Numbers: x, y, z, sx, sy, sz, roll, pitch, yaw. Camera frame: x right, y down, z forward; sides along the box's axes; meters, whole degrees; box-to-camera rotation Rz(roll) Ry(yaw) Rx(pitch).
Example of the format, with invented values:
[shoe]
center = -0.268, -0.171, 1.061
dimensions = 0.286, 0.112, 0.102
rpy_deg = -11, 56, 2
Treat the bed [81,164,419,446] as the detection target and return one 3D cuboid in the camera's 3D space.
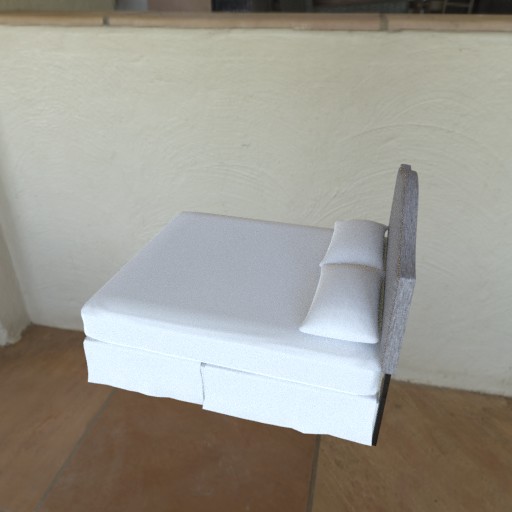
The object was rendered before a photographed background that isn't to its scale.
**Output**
[bed]
center = 0.000, 0.000, 2.998
dimensions = 1.870, 1.295, 1.610
rpy_deg = 8, 31, 14
